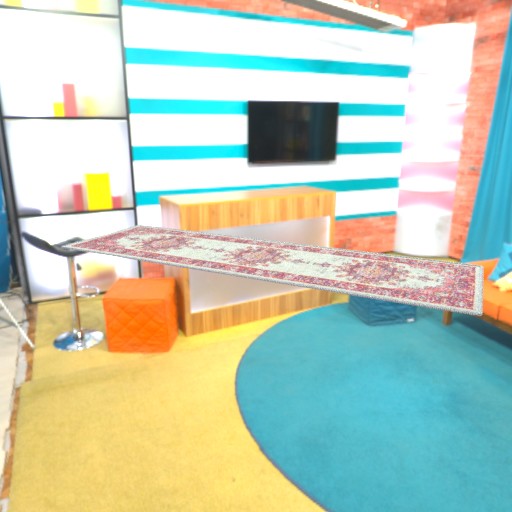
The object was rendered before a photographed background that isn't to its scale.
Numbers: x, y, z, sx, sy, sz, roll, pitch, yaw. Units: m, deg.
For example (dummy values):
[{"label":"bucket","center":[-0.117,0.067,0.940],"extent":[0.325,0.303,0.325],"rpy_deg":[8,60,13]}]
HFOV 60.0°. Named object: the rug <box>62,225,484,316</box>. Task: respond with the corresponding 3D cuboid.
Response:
[{"label":"rug","center":[0.000,0.000,1.983],"extent":[1.824,0.009,0.562],"rpy_deg":[8,18,26]}]
